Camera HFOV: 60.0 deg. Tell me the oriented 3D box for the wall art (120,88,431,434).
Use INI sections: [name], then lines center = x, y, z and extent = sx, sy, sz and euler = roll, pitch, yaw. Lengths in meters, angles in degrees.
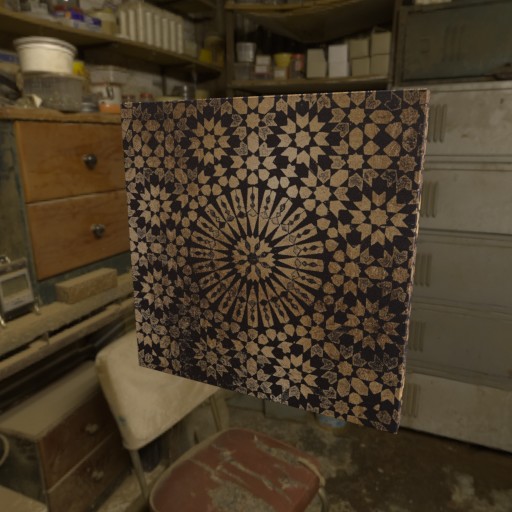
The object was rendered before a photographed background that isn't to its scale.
[wall art]
center = 0.000, 0.000, 0.601
extent = 0.405, 0.405, 0.038
euler = 7, 16, 25
